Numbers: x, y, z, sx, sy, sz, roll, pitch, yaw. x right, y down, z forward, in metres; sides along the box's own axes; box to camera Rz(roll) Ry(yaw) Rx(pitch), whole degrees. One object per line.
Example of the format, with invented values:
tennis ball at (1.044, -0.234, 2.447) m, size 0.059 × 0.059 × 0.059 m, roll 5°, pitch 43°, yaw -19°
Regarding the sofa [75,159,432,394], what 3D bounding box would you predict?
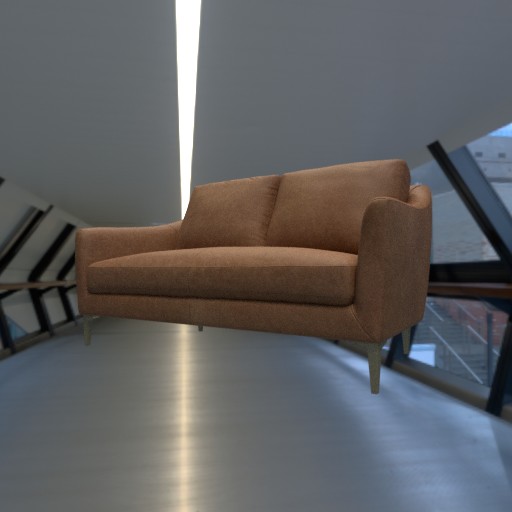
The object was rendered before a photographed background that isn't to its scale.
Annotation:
sofa at (0.000, 0.000, 2.167) m, size 1.619 × 0.902 × 0.960 m, roll -1°, pitch -2°, yaw 35°
